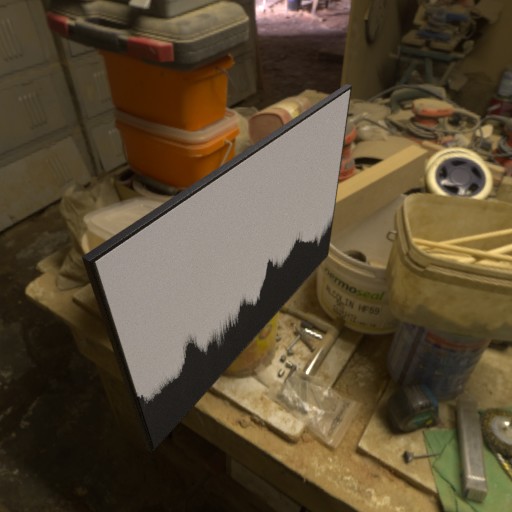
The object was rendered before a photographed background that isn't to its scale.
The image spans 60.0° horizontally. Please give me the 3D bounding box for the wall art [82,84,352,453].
[{"bbox_3d":[0.000,0.000,1.228,0.019,0.660,0.957,25,46,26],"label":"wall art"}]
